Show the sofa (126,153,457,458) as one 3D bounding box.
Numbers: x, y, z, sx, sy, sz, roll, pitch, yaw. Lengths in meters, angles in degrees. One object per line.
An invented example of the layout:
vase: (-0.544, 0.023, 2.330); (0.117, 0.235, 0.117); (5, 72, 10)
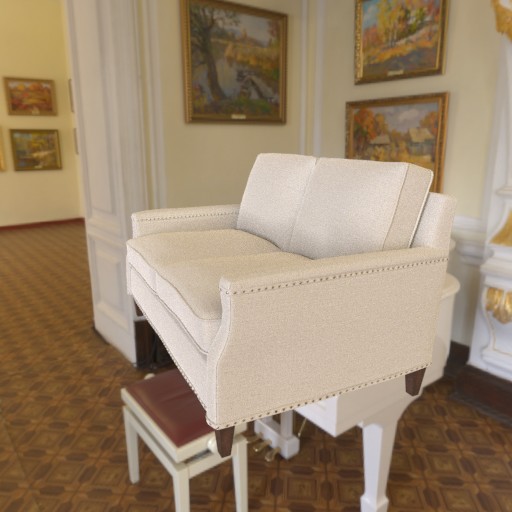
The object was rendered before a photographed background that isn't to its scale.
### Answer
sofa: (0.000, 0.000, 2.276); (1.084, 1.003, 1.597); (-7, 16, -25)
